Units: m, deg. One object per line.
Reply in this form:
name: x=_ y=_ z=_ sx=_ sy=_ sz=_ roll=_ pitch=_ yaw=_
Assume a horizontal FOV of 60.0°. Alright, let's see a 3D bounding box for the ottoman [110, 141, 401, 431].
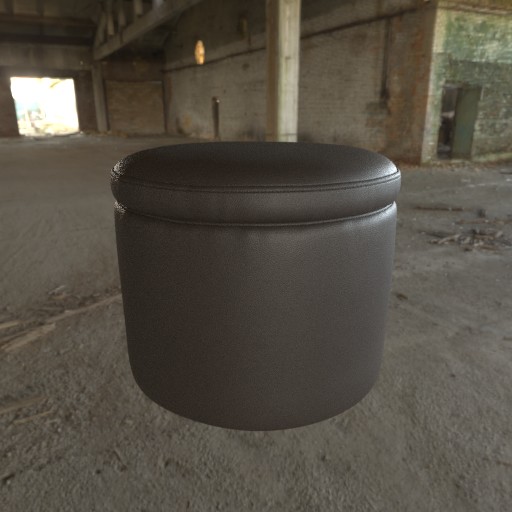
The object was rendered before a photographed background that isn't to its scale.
ottoman: x=0.000 y=0.000 z=0.842 sx=0.500 sy=0.409 sz=0.500 roll=0 pitch=18 yaw=0
